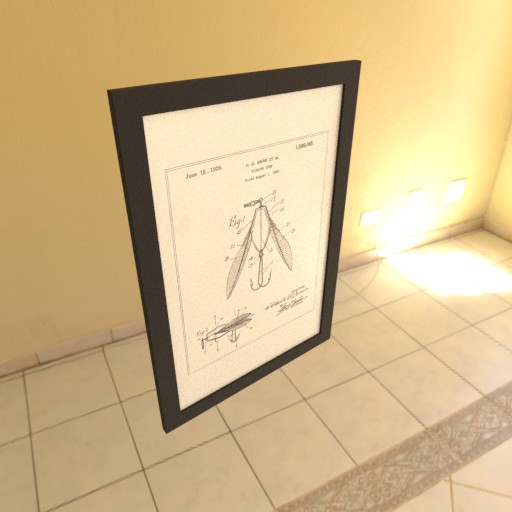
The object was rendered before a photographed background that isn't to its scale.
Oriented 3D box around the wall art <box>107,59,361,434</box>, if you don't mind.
[{"bbox_3d":[0.000,0.000,0.690,0.380,0.534,0.013,-22,37,-32],"label":"wall art"}]
